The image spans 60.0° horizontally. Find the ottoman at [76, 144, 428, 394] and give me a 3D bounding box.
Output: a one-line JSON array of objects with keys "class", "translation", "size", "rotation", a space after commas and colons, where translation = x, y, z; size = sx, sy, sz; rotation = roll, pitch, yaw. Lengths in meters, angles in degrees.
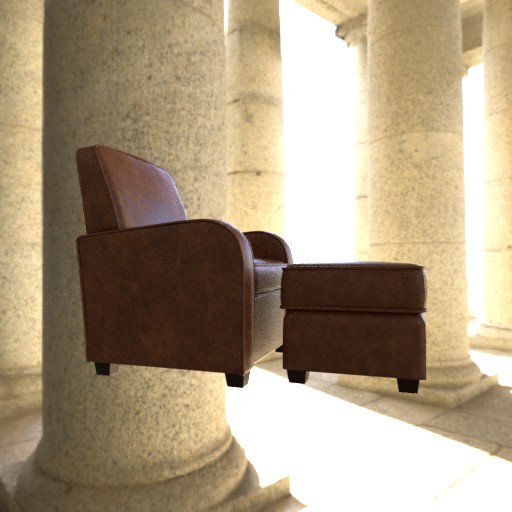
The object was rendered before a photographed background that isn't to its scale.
[{"class": "ottoman", "translation": [0.000, 0.000, 1.838], "size": [1.314, 0.904, 0.732], "rotation": [0, -1, 18]}]
